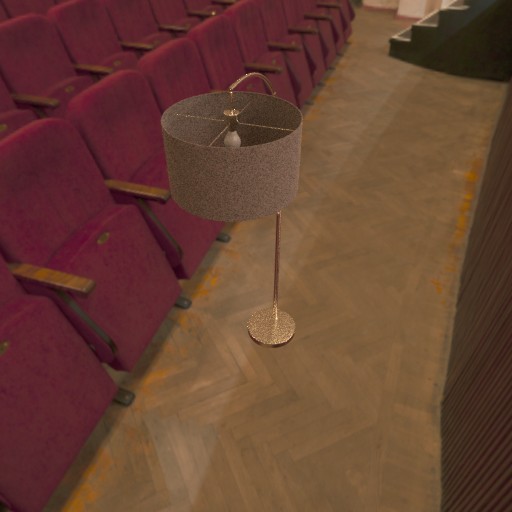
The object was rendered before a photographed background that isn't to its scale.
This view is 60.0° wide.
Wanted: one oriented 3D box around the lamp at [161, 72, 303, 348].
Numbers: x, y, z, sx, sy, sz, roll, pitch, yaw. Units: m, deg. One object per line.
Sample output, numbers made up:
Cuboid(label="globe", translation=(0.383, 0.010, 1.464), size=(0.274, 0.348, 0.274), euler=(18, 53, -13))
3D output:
Cuboid(label="lamp", translation=(0.000, 0.000, 2.093), size=(0.452, 1.735, 0.934), euler=(12, 41, 14))
